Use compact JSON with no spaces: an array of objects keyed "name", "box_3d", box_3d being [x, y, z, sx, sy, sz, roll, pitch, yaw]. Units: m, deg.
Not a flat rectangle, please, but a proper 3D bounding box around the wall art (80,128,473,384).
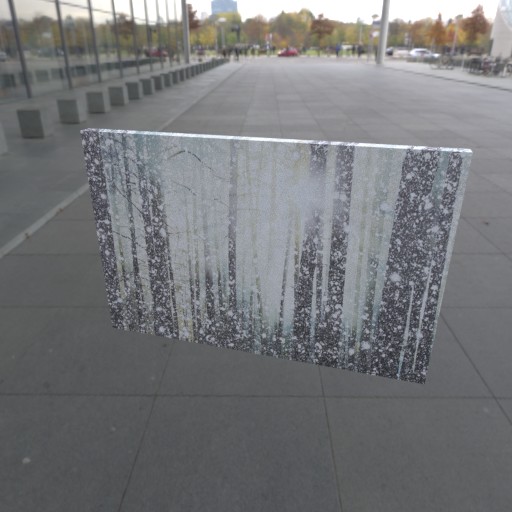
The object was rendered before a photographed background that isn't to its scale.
[{"name":"wall art","box_3d":[0.000,0.000,1.152,0.919,0.598,0.038,7,26,15]}]
